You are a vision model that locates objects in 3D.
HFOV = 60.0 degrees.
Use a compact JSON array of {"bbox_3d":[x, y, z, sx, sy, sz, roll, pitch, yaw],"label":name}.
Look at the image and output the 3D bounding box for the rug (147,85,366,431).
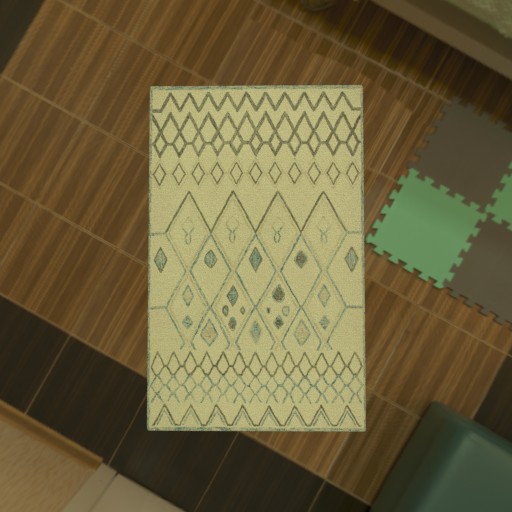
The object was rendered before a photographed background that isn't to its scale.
[{"bbox_3d":[0.000,0.000,3.132,1.524,0.015,2.439,0,88,1],"label":"rug"}]
